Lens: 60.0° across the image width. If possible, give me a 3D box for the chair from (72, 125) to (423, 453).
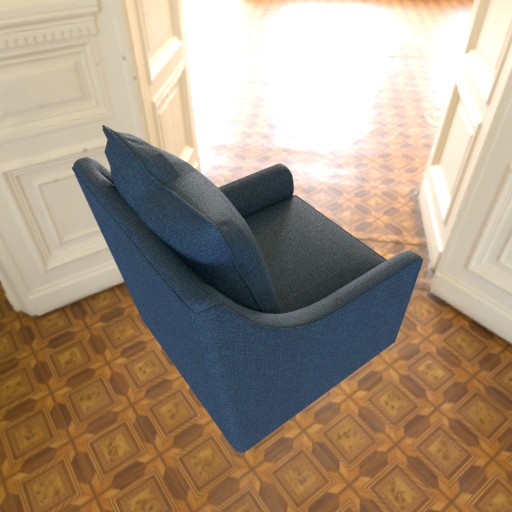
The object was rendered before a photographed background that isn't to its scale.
[{"bbox_3d":[0.000,0.000,1.543,0.870,0.939,0.750,-27,49,-26],"label":"chair"}]
